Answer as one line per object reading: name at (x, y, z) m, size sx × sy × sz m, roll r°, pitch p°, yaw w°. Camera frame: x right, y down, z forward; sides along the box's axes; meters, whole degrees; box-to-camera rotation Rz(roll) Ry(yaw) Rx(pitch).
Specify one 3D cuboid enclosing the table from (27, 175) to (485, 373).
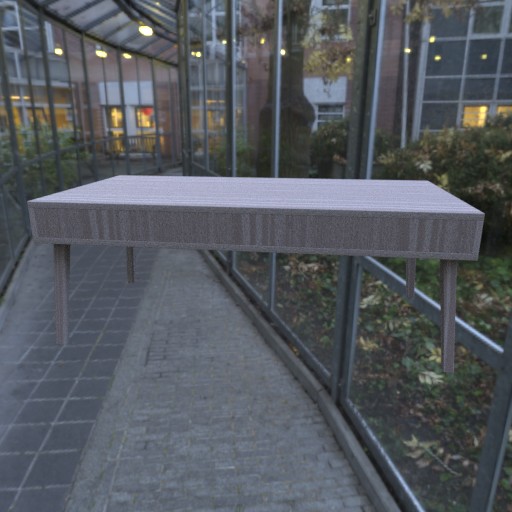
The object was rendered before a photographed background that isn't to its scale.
table at (0.000, 0.000, 1.499) m, size 1.200 × 0.450 × 0.600 m, roll 2°, pitch 17°, yaw 8°
